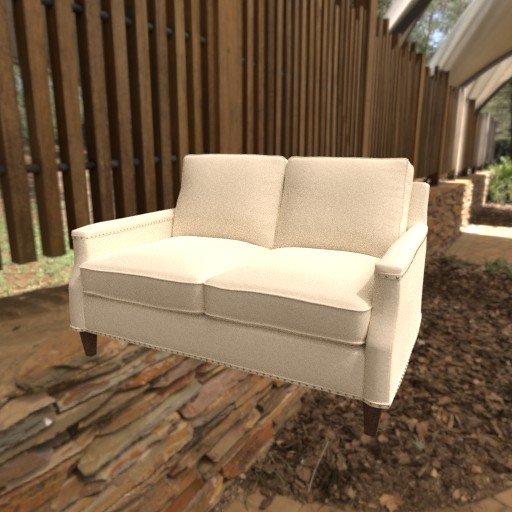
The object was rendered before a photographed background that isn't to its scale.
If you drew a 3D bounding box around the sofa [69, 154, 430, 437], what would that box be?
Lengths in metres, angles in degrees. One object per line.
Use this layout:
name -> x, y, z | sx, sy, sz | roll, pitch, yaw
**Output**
sofa -> 0.000, 0.000, 2.271 | 1.597, 1.003, 1.084 | 7, 15, 26
